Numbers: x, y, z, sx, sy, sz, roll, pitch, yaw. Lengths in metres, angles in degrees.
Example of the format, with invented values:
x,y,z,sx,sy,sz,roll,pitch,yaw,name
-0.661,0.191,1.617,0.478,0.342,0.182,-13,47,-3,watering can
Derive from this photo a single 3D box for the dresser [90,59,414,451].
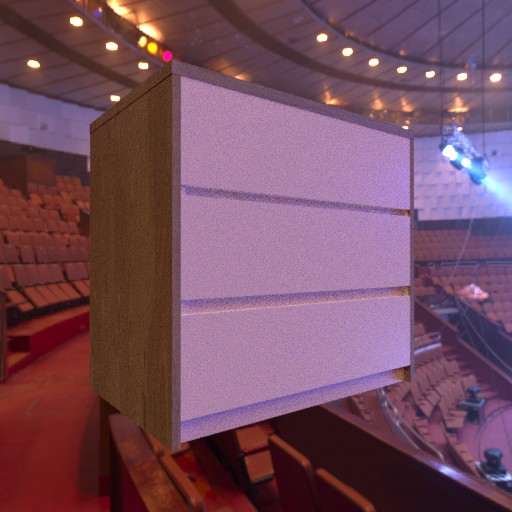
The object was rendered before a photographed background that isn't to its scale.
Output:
x,y,z,sx,sy,sz,roll,pitch,yaw,name
0.000,0.000,1.315,0.809,0.762,0.529,0,0,-37,dresser
